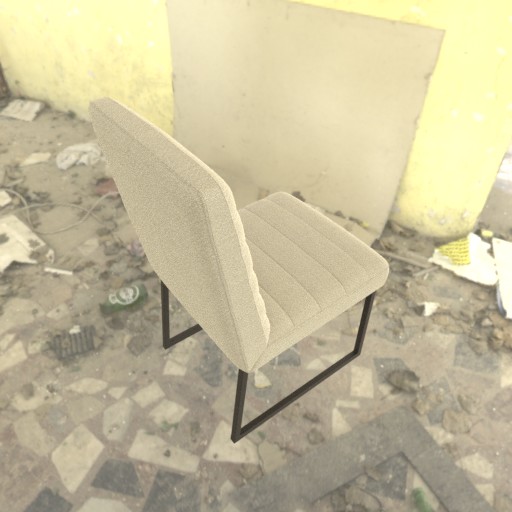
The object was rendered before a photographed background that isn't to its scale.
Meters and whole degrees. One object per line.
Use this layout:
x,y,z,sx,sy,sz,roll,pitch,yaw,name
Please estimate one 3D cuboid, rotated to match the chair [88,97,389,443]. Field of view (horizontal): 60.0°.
0.000,0.000,1.308,0.634,0.930,0.520,-26,47,-27,chair
